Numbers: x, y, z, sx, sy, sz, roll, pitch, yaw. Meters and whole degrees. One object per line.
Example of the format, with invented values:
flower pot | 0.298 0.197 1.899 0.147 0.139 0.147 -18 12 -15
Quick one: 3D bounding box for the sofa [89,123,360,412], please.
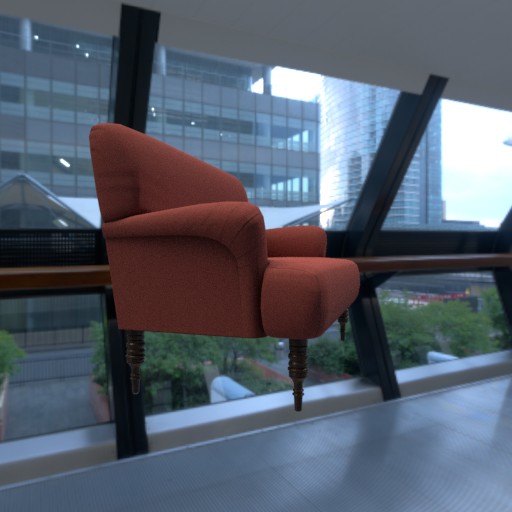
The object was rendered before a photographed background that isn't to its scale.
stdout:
sofa | 0.000 0.000 1.880 0.779 0.889 1.297 0 0 18
